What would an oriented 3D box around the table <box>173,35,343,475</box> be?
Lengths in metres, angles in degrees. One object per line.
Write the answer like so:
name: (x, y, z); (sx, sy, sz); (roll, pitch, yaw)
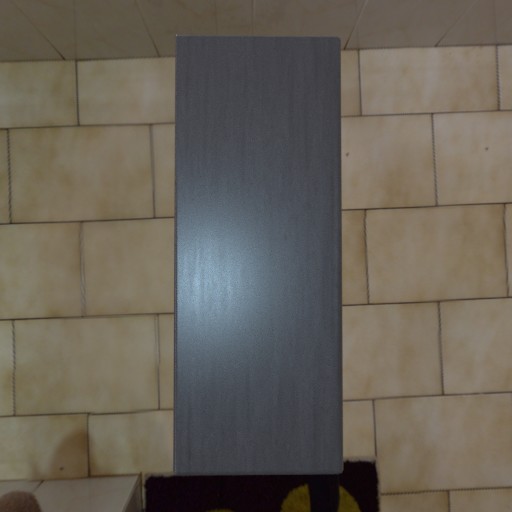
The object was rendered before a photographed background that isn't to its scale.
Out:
table: (0.000, 0.000, 1.554); (0.459, 0.735, 1.184); (0, 89, -1)
